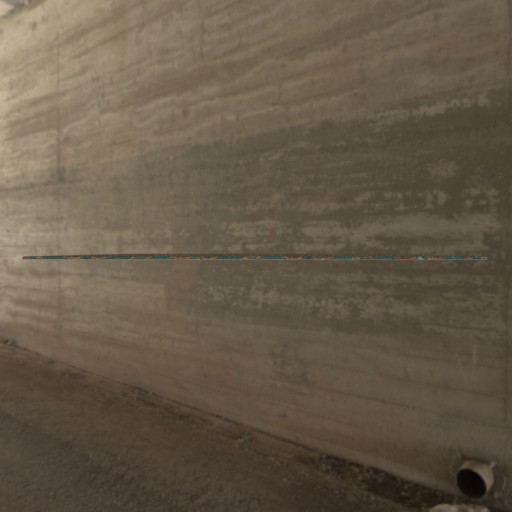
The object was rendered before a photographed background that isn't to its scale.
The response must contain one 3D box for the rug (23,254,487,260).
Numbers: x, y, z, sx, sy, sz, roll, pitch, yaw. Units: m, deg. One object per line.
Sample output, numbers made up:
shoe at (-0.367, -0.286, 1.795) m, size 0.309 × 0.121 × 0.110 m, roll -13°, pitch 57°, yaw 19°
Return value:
rug at (0.000, 0.000, 2.937) m, size 2.290 × 0.016 × 1.527 m, roll 0°, pitch 1°, yaw 2°
